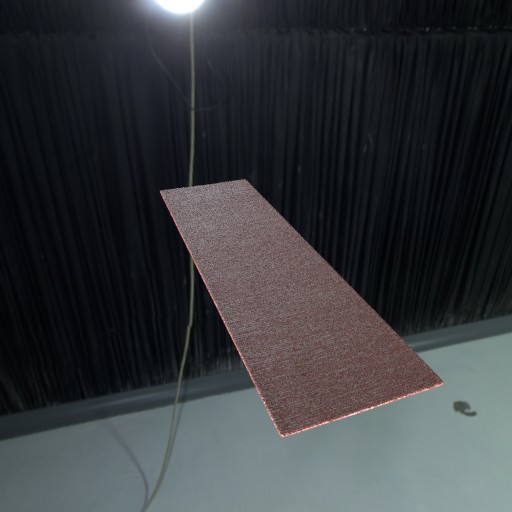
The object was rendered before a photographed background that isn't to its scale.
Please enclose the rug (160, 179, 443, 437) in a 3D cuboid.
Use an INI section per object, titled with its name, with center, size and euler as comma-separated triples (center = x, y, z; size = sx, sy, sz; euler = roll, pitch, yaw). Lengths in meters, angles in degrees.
[rug]
center = 0.000, 0.000, 2.525
size = 0.687, 0.012, 2.307
euler = -11, 32, -18
